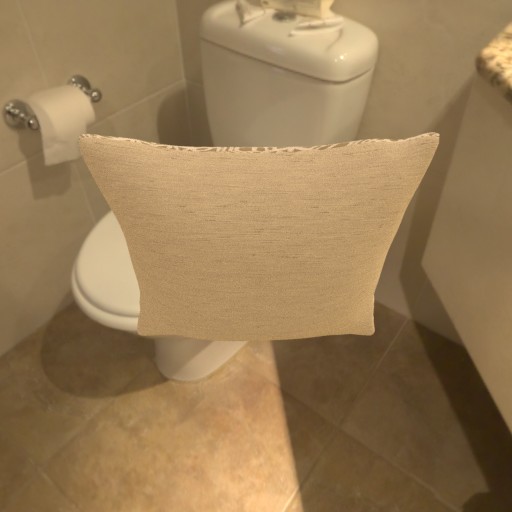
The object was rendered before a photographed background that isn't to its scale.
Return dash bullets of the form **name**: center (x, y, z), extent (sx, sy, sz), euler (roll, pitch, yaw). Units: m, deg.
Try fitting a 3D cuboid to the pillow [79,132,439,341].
- **pillow**: center (0.000, 0.000, 0.676), extent (0.438, 0.421, 0.167), euler (0, 47, 0)
